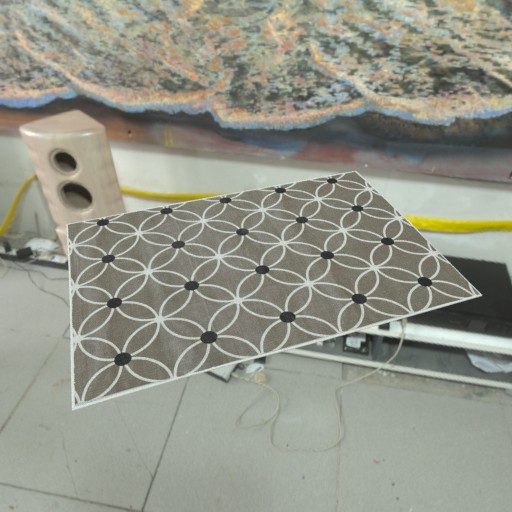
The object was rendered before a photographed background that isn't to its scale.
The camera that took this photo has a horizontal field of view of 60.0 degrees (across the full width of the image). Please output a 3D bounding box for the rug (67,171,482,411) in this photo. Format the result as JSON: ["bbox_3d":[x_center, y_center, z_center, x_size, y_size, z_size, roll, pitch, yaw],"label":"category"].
[{"bbox_3d":[0.000,0.000,2.840,2.284,0.008,1.522,-13,42,-14],"label":"rug"}]
